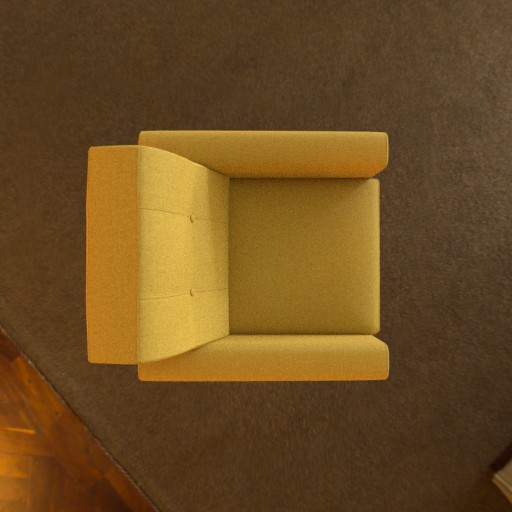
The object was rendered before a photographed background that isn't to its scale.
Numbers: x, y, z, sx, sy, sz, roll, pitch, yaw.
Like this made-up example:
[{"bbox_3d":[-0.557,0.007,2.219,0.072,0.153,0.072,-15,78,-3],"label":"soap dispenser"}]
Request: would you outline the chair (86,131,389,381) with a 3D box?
[{"bbox_3d":[0.000,0.000,1.570,0.909,0.841,0.831,0,89,0],"label":"chair"}]
